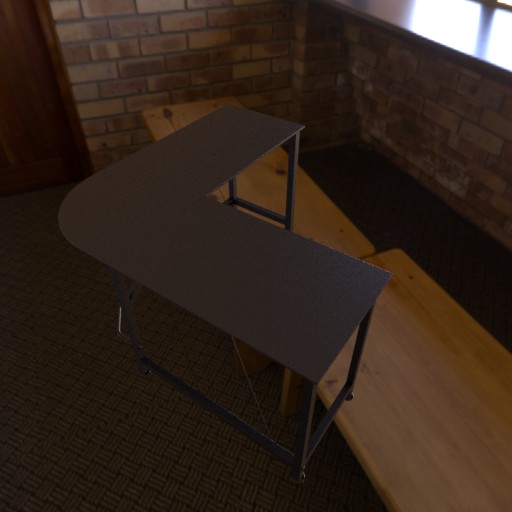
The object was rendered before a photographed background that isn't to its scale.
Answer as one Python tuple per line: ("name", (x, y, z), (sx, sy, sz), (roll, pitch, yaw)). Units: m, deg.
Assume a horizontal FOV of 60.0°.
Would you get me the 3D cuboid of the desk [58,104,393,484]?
("desk", (0.000, 0.000, 2.209), (1.400, 0.762, 1.400), (25, 47, 26))
